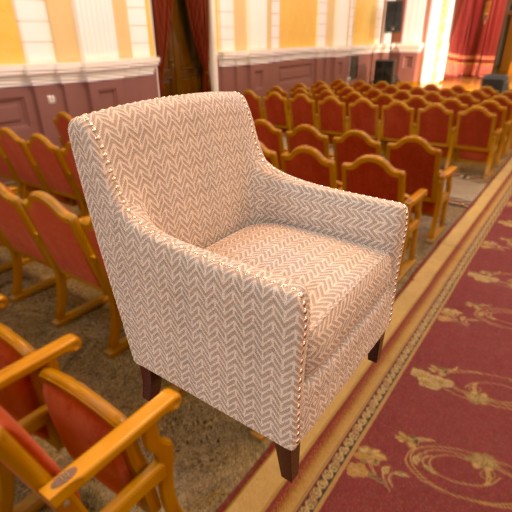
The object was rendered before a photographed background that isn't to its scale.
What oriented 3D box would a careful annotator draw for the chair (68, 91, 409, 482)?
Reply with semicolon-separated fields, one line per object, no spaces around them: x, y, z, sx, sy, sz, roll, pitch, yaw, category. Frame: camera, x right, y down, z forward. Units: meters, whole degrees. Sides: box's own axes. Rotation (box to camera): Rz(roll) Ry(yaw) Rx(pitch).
0.000;0.000;1.253;0.651;0.816;0.623;18;32;31;chair
